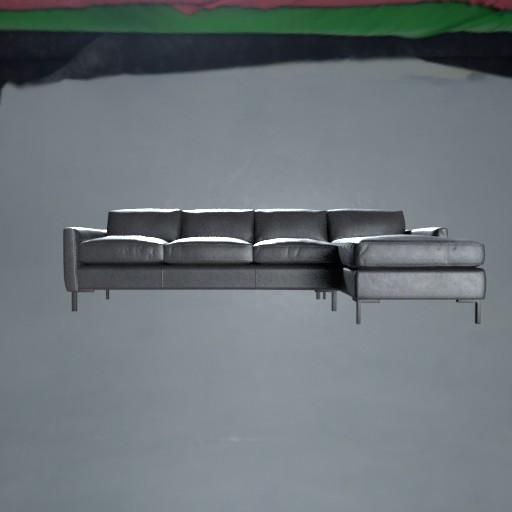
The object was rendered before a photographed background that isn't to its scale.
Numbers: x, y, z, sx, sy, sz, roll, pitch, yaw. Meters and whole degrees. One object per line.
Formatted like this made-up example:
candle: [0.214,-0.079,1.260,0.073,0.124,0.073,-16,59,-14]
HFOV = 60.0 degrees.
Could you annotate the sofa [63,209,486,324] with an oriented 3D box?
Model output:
sofa: [0.000,0.000,3.557,2.993,0.859,1.471,0,1,0]
